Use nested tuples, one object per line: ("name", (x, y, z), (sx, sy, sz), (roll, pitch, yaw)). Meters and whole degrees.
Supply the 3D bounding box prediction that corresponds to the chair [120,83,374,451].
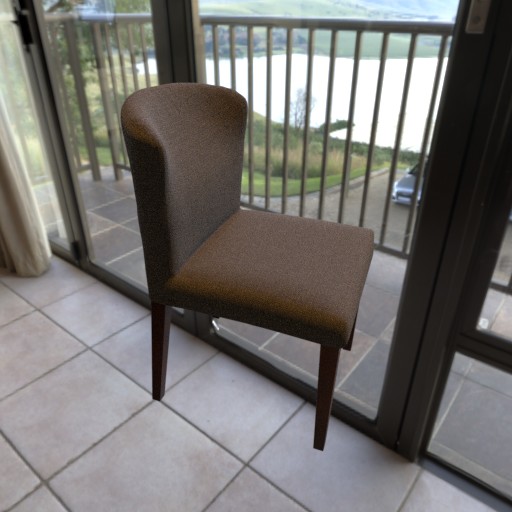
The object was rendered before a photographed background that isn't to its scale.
("chair", (0.000, 0.000, 1.203), (0.589, 0.839, 0.491), (11, 32, 18))
